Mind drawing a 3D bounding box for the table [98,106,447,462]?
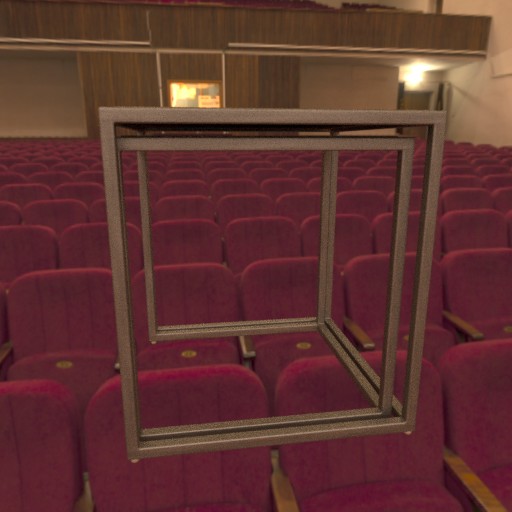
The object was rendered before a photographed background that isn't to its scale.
[{"bbox_3d":[0.000,0.000,0.834,0.449,0.500,0.450,-2,15,-8],"label":"table"}]
